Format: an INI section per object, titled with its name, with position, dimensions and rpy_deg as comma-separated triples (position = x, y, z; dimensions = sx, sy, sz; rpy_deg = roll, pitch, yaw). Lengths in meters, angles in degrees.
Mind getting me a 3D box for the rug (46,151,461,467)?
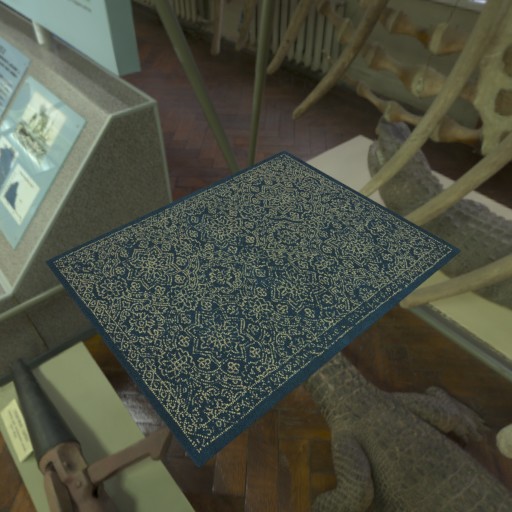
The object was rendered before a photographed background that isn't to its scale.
[rug]
position = 0.000, 0.000, 4.146
dimensions = 3.048, 0.010, 2.438
rpy_deg = -31, 51, -28
